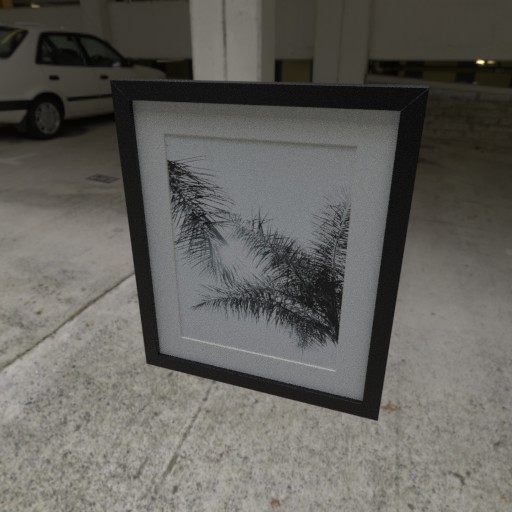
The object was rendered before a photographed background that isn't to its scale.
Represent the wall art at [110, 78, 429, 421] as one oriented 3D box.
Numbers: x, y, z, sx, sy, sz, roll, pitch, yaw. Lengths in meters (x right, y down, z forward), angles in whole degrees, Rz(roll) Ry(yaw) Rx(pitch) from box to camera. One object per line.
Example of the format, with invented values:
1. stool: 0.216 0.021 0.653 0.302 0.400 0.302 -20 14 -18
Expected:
1. wall art: 0.000 0.000 0.521 0.325 0.380 0.028 9 26 18
